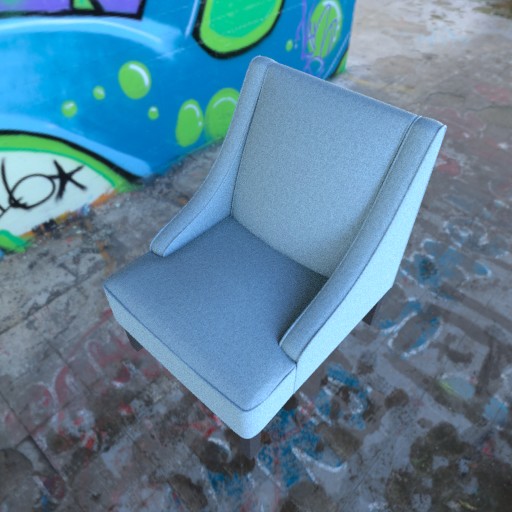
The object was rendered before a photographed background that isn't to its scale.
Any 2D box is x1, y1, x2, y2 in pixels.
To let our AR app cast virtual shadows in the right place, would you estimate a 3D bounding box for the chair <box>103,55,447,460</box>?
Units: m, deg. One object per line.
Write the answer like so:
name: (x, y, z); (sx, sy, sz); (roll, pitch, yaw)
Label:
chair: (0.000, 0.000, 1.844); (0.857, 1.133, 1.025); (34, 55, 28)
